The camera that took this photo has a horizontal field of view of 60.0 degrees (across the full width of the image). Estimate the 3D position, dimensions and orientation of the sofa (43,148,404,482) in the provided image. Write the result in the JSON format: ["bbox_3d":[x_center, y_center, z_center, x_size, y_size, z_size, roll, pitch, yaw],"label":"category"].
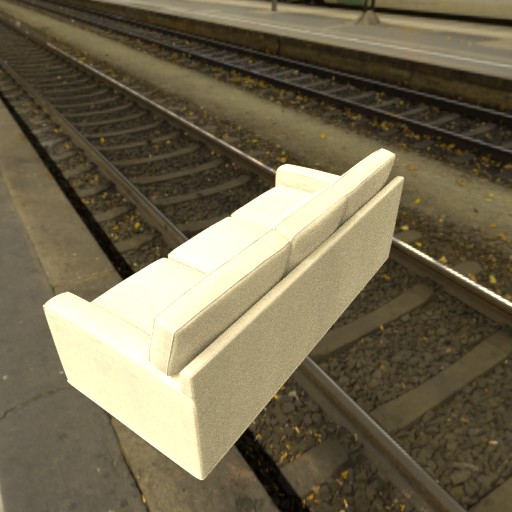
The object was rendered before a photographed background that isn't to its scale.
[{"bbox_3d":[0.000,0.000,2.565,0.936,0.862,2.093,21,39,29],"label":"sofa"}]
